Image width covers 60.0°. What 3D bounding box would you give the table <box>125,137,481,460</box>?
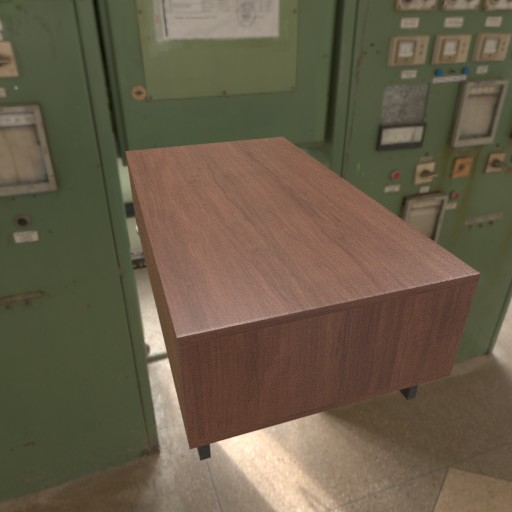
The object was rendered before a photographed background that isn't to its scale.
[{"bbox_3d":[0.000,0.000,1.277,0.600,0.380,1.020,-10,31,-16],"label":"table"}]
